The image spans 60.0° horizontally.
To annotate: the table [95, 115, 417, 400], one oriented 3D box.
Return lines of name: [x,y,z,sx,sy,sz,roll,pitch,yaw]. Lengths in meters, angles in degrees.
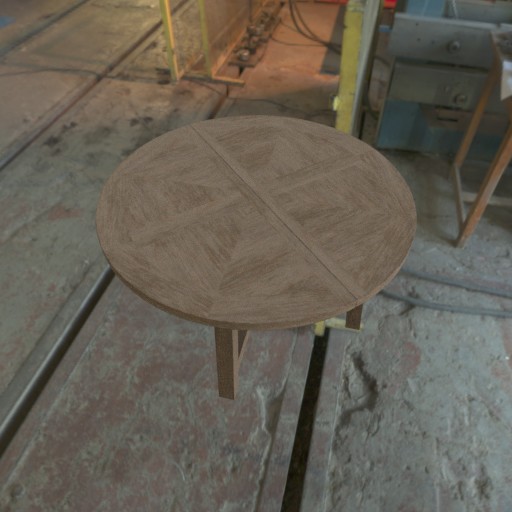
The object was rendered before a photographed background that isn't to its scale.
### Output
table: [0.000,0.000,2.152,1.319,0.762,1.319,0,47,0]
